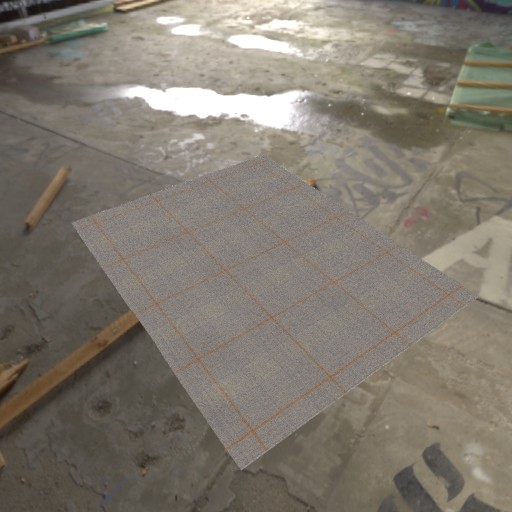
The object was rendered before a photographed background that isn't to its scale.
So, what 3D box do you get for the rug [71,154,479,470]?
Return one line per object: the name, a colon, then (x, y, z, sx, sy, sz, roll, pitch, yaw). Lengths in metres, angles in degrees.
rug: (0.000, 0.000, 4.128, 2.448, 0.021, 3.051, -26, 47, -26)
